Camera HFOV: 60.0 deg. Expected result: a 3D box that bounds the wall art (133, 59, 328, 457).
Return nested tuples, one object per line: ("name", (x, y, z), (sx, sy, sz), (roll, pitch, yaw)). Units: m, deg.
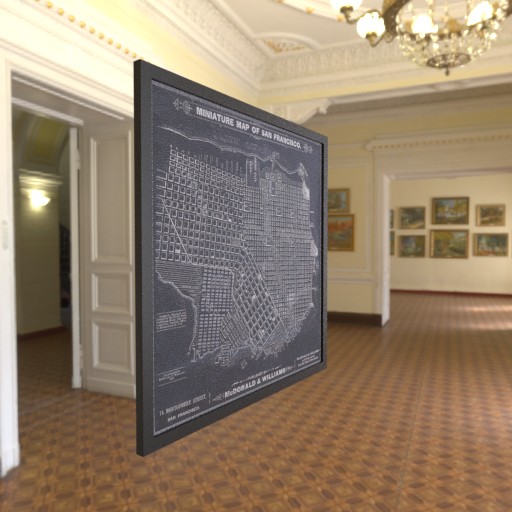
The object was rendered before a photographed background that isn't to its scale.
("wall art", (0.000, 0.000, 1.228), (0.022, 0.807, 0.807), (1, 2, 37))
